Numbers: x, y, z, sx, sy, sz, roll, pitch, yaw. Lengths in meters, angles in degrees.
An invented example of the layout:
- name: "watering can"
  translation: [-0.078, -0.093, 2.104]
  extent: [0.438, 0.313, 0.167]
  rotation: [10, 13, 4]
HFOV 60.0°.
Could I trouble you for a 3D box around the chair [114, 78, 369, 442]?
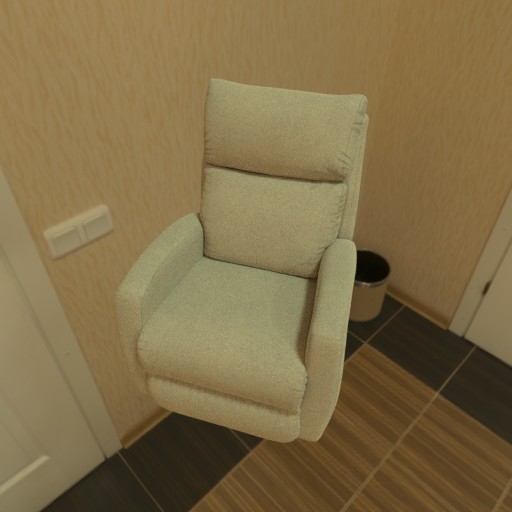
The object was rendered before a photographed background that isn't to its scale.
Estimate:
- name: "chair"
  translation: [0.000, 0.000, 1.683]
  extent: [0.794, 1.021, 0.940]
  rotation: [11, 43, 12]
